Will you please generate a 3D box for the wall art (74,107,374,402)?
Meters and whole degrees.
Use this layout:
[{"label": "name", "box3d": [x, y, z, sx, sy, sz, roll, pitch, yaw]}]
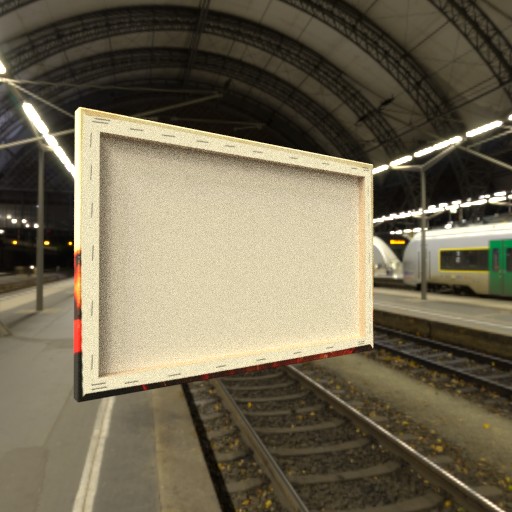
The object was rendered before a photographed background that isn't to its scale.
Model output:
[{"label": "wall art", "box3d": [0.000, 0.000, 1.185, 0.918, 0.602, 0.038, 1, -1, -36]}]
